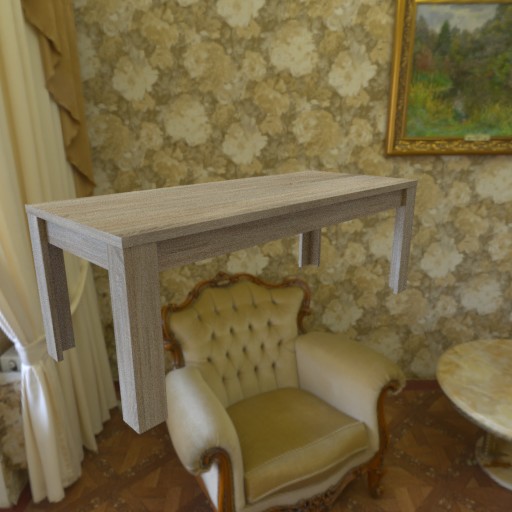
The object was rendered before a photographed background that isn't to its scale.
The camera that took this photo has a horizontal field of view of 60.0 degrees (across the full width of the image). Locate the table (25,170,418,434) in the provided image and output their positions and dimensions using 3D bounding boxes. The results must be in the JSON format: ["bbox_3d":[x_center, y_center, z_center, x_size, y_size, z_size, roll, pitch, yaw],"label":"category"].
[{"bbox_3d":[0.000,0.000,2.657,0.900,0.790,2.200,16,23,42],"label":"table"}]
